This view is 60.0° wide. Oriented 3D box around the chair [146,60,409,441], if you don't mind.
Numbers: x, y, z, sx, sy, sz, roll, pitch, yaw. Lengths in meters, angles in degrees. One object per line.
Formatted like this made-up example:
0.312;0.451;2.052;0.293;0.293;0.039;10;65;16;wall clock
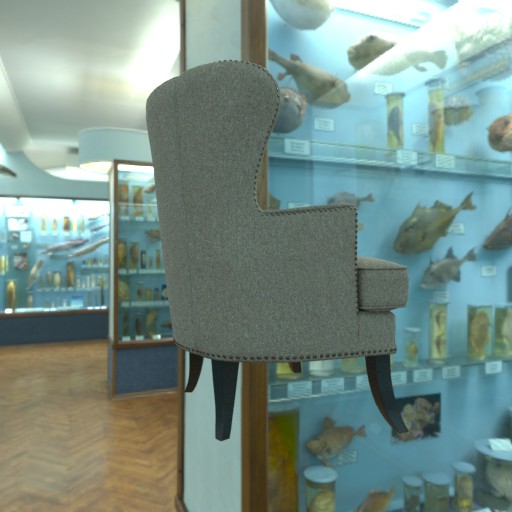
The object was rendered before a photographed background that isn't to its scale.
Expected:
0.000;0.000;1.568;0.758;1.060;0.759;0;0;-20;chair
